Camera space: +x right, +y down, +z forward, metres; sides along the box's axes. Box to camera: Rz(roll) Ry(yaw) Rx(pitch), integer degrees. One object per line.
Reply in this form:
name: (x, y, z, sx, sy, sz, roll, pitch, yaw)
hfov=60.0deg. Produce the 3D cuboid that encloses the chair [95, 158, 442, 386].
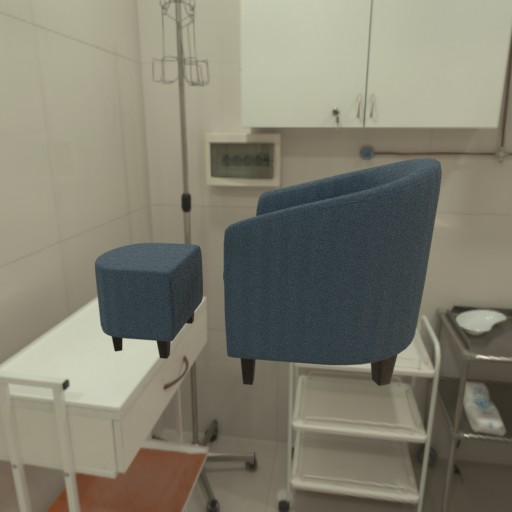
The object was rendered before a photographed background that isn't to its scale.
chair: (0.000, 0.000, 1.732, 1.288, 0.757, 0.756, 2, 16, 9)
